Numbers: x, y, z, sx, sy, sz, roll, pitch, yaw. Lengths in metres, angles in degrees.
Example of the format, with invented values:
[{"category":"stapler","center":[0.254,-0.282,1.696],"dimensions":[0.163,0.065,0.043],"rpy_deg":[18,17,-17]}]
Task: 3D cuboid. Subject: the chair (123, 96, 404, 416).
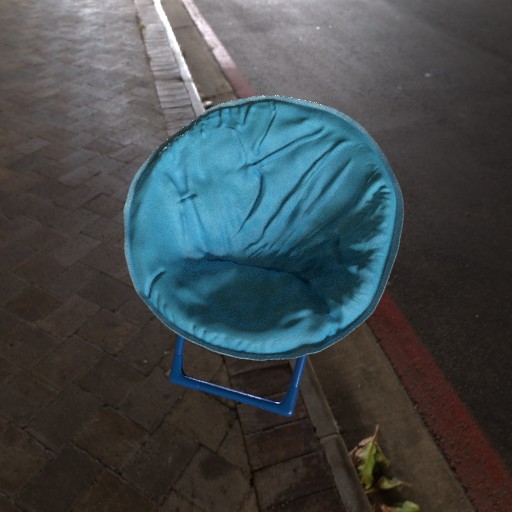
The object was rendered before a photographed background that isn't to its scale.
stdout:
[{"category":"chair","center":[0.000,0.000,0.897],"dimensions":[0.520,0.478,0.465],"rpy_deg":[12,43,13]}]
